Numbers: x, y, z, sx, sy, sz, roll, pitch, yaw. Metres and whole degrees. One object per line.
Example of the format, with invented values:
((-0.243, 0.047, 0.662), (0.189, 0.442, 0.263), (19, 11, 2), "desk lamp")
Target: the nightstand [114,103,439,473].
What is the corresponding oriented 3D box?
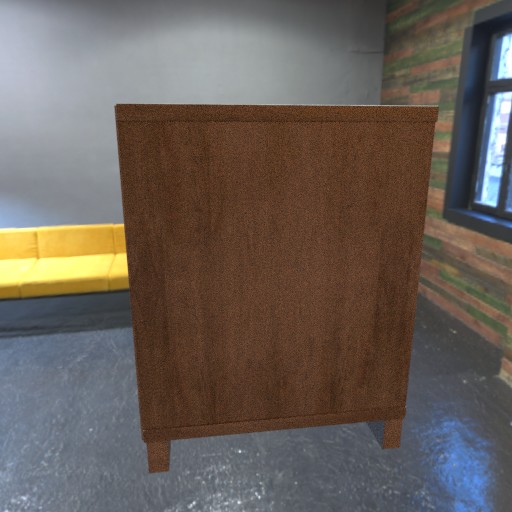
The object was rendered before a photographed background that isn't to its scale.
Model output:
((0.000, 0.000, 0.728), (0.347, 0.448, 0.427), (-2, 16, -8), "nightstand")
